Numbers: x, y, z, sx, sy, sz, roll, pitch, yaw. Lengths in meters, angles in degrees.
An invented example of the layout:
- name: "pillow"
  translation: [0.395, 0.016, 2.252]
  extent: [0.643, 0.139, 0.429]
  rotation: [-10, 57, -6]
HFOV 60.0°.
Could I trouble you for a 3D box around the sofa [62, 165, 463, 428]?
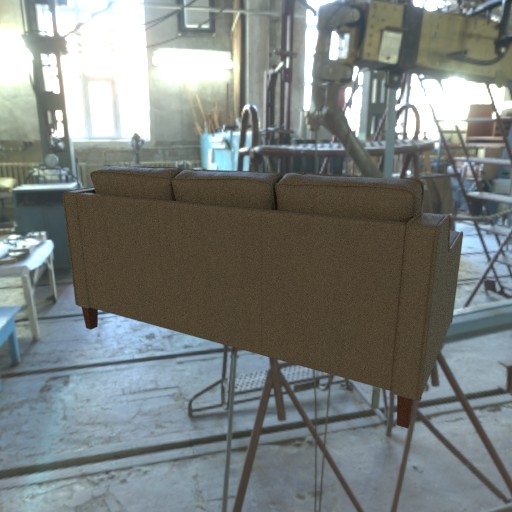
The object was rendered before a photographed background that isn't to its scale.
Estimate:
- name: "sofa"
  translation: [0.000, 0.000, 2.456]
  extent: [1.986, 0.974, 0.911]
  rotation: [9, 17, 29]
